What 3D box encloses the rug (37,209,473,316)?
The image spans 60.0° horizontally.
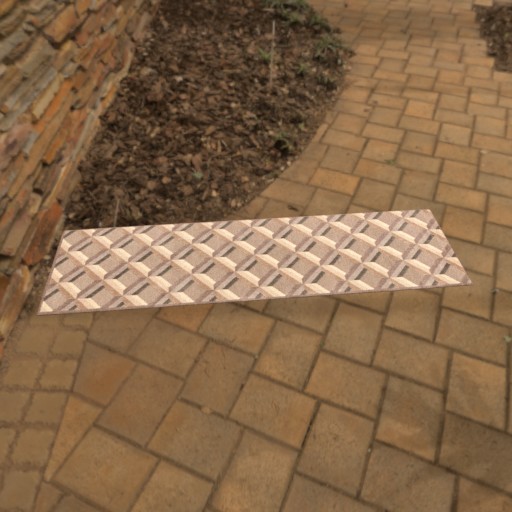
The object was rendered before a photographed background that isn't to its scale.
[{"bbox_3d":[0.000,0.000,2.700,2.437,0.013,0.685,-4,45,-4],"label":"rug"}]
